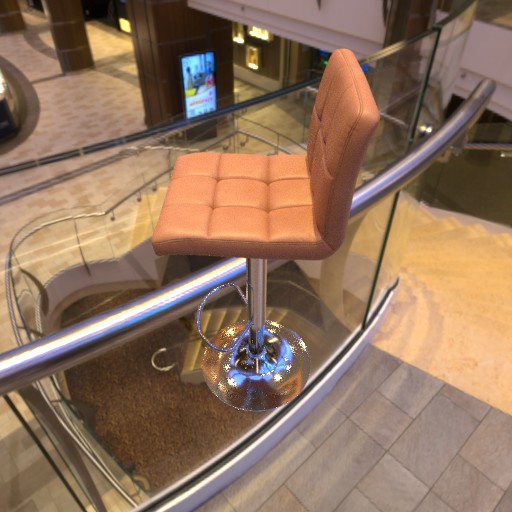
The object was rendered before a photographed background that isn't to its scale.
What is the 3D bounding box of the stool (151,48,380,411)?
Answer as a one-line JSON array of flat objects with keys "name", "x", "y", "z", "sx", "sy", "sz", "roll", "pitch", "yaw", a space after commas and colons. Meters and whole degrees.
[{"name": "stool", "x": 0.000, "y": 0.000, "z": 1.368, "sx": 0.505, "sy": 1.115, "sz": 0.430, "roll": 1, "pitch": 42, "yaw": 1}]
